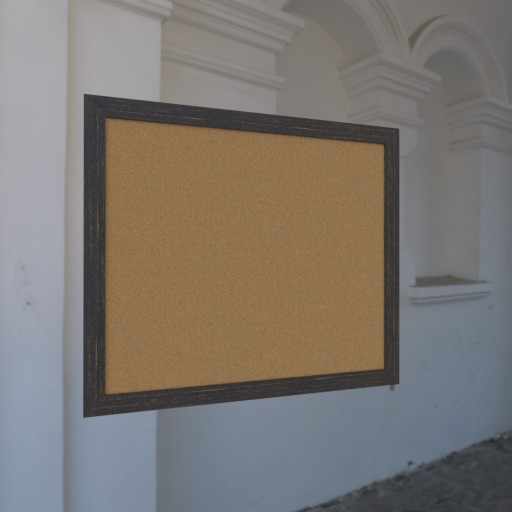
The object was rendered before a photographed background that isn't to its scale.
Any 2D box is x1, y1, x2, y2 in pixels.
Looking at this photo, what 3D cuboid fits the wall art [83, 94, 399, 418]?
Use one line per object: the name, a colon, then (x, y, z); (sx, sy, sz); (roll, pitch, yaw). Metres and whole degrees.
wall art: (0.000, 0.000, 0.526); (0.381, 0.330, 0.031); (0, 0, -19)
